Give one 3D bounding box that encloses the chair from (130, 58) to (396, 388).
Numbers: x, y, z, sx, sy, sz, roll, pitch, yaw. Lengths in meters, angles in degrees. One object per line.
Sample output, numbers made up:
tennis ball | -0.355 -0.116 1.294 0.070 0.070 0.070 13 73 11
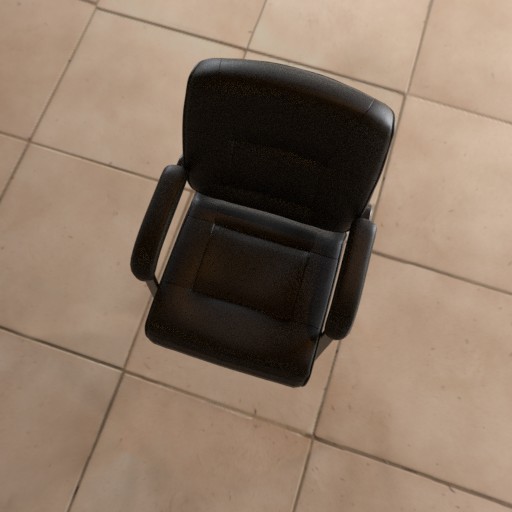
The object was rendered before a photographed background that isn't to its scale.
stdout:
chair | 0.000 0.000 1.319 0.591 0.910 0.668 16 76 4
